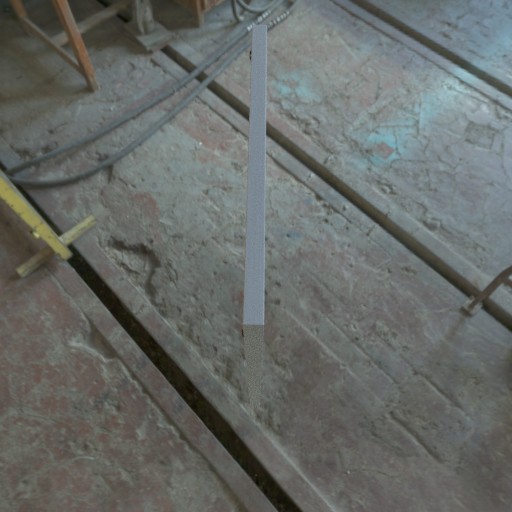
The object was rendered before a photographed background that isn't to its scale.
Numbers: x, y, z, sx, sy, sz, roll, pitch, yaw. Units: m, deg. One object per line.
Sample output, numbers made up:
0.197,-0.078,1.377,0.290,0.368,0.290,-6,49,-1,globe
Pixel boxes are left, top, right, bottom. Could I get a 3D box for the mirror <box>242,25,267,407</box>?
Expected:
0.000,0.000,1.372,0.040,1.016,0.762,1,64,0,mirror
